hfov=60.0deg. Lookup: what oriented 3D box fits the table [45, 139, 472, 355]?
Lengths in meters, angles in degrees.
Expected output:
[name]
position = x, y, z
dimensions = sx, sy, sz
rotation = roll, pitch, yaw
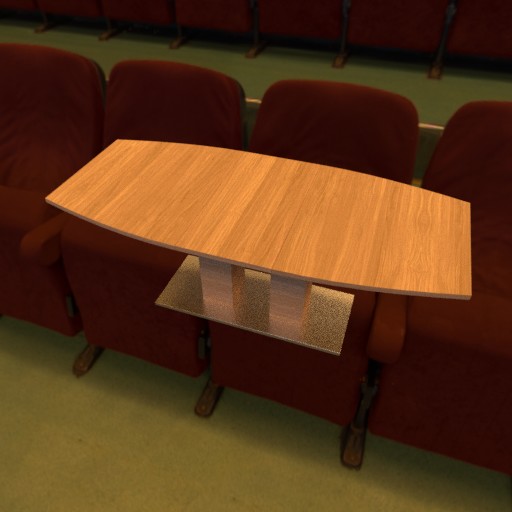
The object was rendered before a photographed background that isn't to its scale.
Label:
[table]
position = 0.000, 0.000, 2.479
dimensions = 2.032, 0.750, 0.900
rotation = 13, 44, 14
